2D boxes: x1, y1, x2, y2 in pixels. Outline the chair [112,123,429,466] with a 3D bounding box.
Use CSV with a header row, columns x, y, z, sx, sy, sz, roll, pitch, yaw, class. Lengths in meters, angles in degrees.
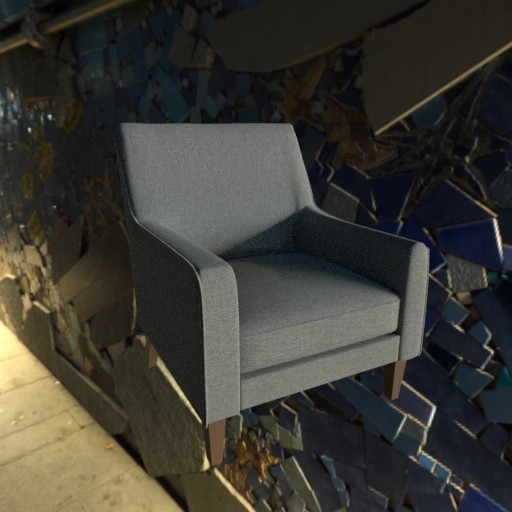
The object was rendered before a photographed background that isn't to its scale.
x,y,z,sx,sy,sz,roll,pitch,yaw,class
0.000,0.000,1.588,0.780,0.919,0.899,-8,18,-27,chair
